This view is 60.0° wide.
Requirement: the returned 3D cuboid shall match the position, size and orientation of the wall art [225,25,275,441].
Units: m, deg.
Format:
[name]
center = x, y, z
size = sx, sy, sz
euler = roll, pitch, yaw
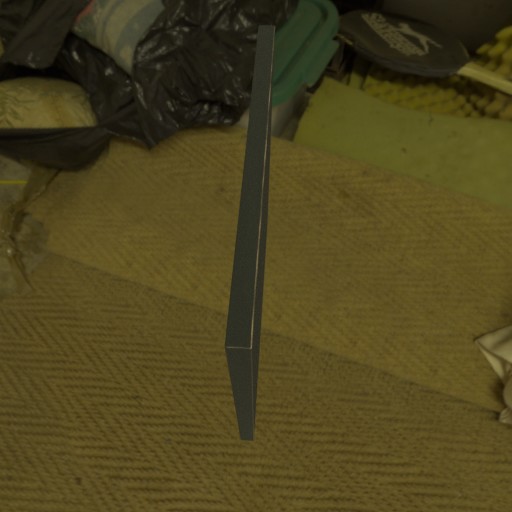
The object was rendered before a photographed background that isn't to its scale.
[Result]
[wall art]
center = 0.000, 0.000, 0.451
size = 0.015, 0.303, 0.304
euler = 3, 59, 2
